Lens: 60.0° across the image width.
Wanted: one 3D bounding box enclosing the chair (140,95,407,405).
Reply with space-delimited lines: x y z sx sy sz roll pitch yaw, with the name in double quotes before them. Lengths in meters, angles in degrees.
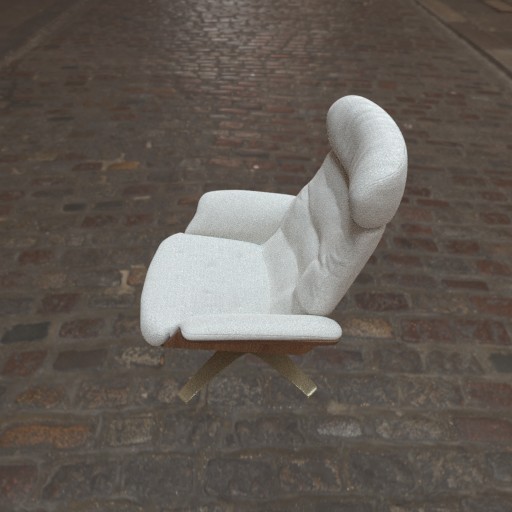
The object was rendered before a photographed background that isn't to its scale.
"chair" 0.000 0.000 1.567 0.837 0.995 0.785 -1 41 -1
